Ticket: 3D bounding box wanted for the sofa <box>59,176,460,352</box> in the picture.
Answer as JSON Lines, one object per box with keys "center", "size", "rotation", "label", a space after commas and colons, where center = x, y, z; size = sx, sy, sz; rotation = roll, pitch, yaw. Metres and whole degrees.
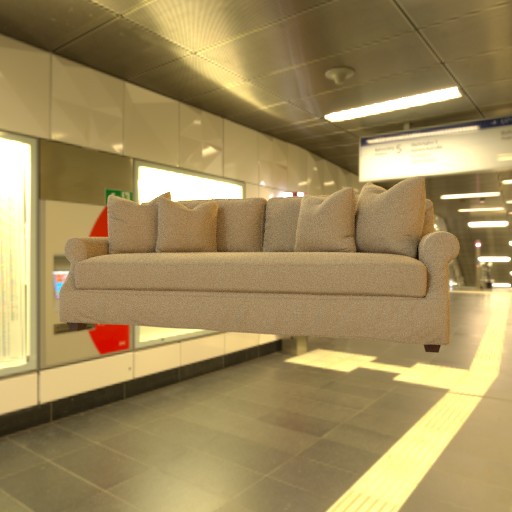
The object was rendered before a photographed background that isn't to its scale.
{"center": [0.000, 0.000, 2.816], "size": [2.285, 0.904, 1.067], "rotation": [0, 0, 17], "label": "sofa"}
